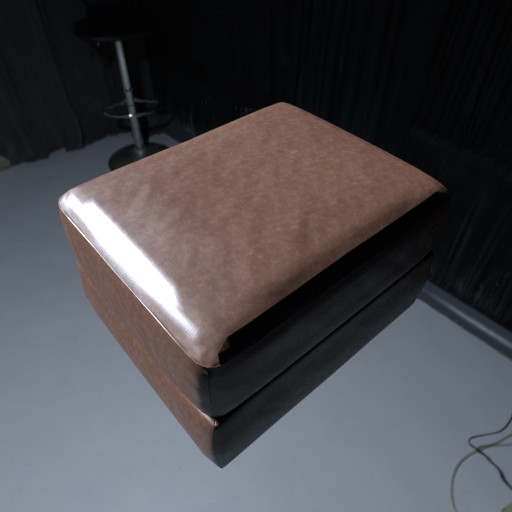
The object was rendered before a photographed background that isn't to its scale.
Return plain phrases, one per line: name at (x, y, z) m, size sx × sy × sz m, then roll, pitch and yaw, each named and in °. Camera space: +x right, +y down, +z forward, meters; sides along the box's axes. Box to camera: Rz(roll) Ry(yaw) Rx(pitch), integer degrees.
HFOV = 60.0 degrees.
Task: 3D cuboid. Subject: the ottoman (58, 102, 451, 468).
ottoman at (0.000, 0.000, 1.129) m, size 0.751 × 0.476 × 0.603 m, roll -31°, pitch 53°, yaw -27°
